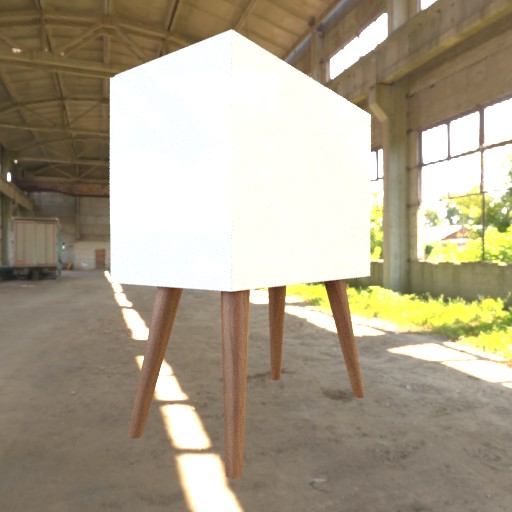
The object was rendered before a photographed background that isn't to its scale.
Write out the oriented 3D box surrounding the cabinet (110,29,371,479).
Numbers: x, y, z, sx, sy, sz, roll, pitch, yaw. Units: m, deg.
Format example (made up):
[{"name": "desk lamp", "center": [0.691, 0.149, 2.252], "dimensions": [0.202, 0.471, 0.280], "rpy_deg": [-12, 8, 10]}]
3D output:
[{"name": "cabinet", "center": [0.000, 0.000, 1.089], "dimensions": [0.344, 0.772, 0.591], "rpy_deg": [0, 1, 37]}]
